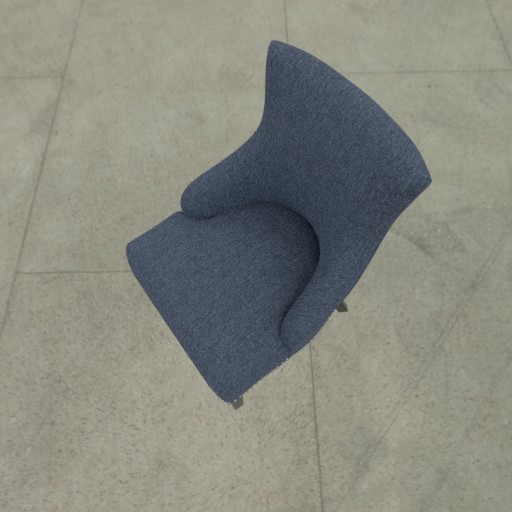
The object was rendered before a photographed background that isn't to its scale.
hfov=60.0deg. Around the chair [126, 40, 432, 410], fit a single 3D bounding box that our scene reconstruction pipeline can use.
[{"bbox_3d":[0.000,0.000,1.287,0.629,0.909,0.566,-33,68,-16],"label":"chair"}]
